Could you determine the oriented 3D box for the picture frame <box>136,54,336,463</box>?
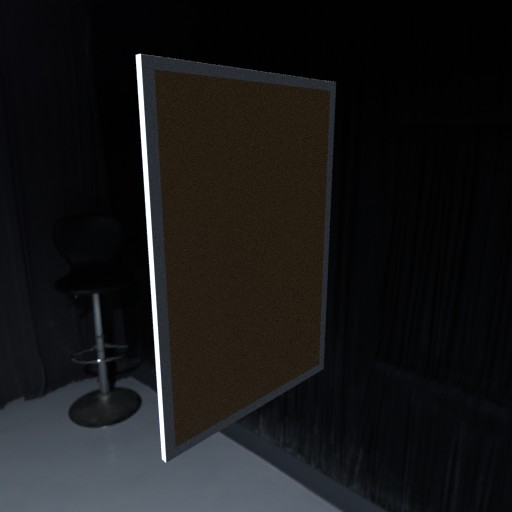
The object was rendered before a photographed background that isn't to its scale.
[{"bbox_3d":[0.000,0.000,0.848,0.013,0.657,0.457,14,21,43],"label":"picture frame"}]
